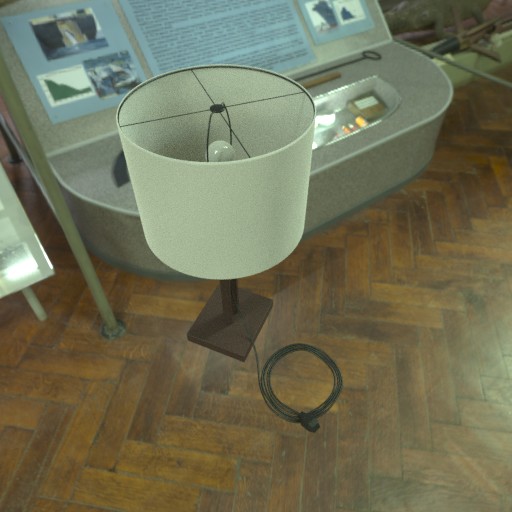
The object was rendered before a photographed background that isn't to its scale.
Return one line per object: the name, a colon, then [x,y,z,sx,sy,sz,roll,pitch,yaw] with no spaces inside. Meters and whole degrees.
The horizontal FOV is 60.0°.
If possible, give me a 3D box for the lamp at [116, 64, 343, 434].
lamp: [0.000,0.000,1.000,0.525,0.668,0.396,17,49,16]
